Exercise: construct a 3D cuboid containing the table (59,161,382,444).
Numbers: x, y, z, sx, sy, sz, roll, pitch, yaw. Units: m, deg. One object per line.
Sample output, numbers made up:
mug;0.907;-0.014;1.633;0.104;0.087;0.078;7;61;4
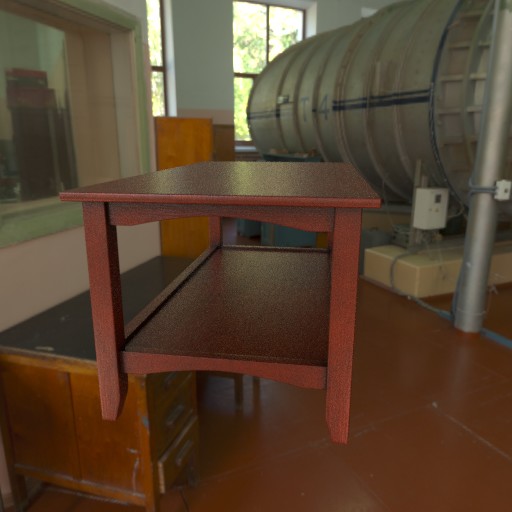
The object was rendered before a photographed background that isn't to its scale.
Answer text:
table;0.000;0.000;1.220;0.533;0.456;0.943;2;15;8
